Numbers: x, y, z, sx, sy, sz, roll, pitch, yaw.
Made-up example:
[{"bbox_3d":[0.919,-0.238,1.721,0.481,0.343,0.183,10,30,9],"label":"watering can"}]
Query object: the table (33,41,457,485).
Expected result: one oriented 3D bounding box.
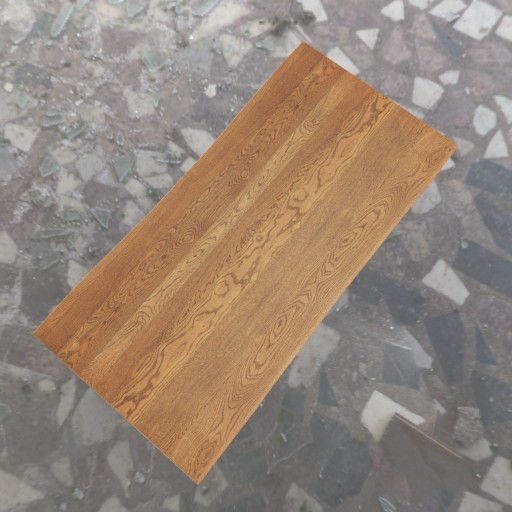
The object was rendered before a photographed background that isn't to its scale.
[{"bbox_3d":[0.000,0.000,2.251,0.900,0.770,1.800,38,79,9],"label":"table"}]
